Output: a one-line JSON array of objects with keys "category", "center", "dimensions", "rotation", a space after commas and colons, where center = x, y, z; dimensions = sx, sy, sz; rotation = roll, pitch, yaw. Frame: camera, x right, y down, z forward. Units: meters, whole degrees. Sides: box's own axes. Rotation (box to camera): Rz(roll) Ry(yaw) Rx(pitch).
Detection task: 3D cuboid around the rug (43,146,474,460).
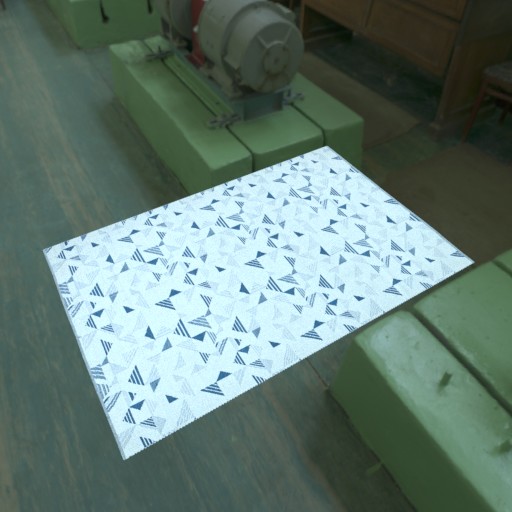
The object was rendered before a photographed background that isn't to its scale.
[{"category": "rug", "center": [0.000, 0.000, 2.243], "dimensions": [1.835, 0.003, 1.206], "rotation": [-24, 52, -21]}]
